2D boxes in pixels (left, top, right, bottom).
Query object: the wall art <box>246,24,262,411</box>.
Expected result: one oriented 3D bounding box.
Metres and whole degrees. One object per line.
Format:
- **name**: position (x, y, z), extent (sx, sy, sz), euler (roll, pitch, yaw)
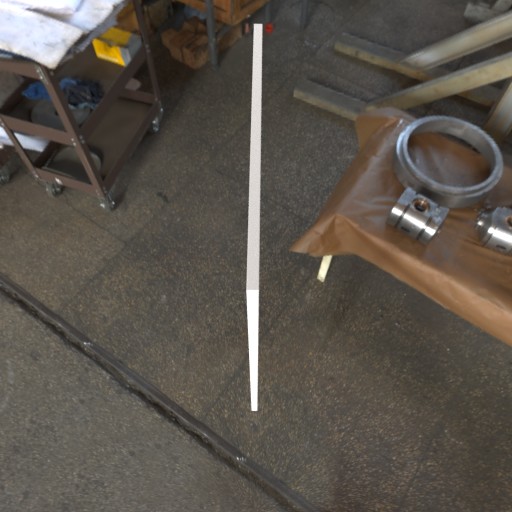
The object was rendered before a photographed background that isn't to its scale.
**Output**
- **wall art**: position (0.000, 0.000, 0.860), extent (0.013, 0.656, 0.456), euler (1, 60, 0)
